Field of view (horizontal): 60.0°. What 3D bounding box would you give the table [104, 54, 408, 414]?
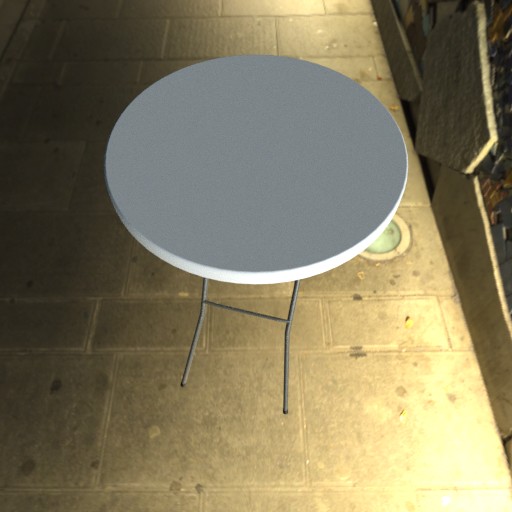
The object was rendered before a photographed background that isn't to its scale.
[{"bbox_3d":[0.000,0.000,1.634,0.792,1.105,0.795,12,59,8],"label":"table"}]
